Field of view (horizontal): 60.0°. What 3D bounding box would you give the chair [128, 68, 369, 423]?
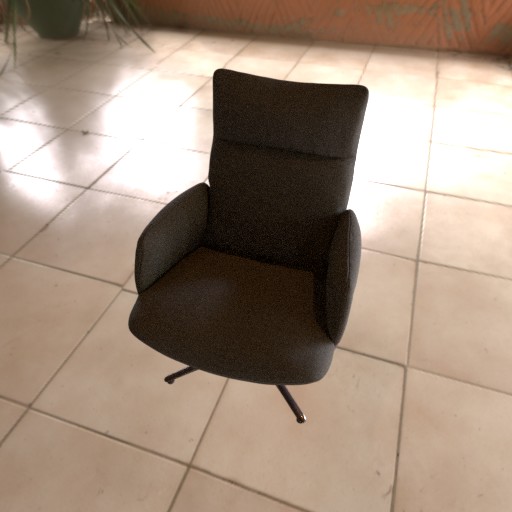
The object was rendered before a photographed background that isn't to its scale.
[{"bbox_3d":[0.000,0.000,1.537,0.702,0.984,0.831,12,43,13],"label":"chair"}]
